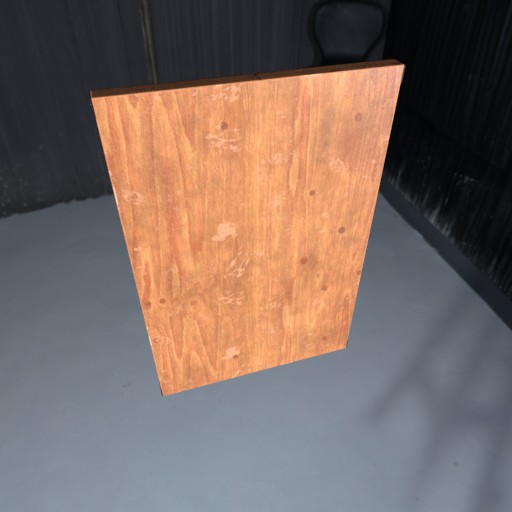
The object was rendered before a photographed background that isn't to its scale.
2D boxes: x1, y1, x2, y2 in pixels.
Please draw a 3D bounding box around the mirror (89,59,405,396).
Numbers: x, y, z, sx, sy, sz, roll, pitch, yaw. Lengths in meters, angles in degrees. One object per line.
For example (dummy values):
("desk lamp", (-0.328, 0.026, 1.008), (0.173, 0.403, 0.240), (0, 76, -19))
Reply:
("mirror", (0.000, 0.000, 0.957), (0.517, 0.761, 0.053), (-11, 42, -13))
